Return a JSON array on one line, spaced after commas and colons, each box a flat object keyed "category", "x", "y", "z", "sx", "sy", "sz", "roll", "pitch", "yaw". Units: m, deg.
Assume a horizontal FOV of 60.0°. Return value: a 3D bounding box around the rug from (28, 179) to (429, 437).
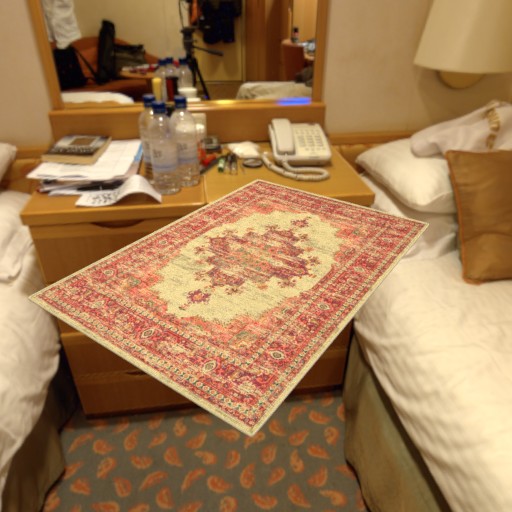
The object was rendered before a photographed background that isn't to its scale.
[{"category": "rug", "x": 0.000, "y": 0.000, "z": 3.697, "sx": 2.005, "sy": 0.014, "sz": 2.878, "roll": 20, "pitch": 36, "yaw": 30}]
